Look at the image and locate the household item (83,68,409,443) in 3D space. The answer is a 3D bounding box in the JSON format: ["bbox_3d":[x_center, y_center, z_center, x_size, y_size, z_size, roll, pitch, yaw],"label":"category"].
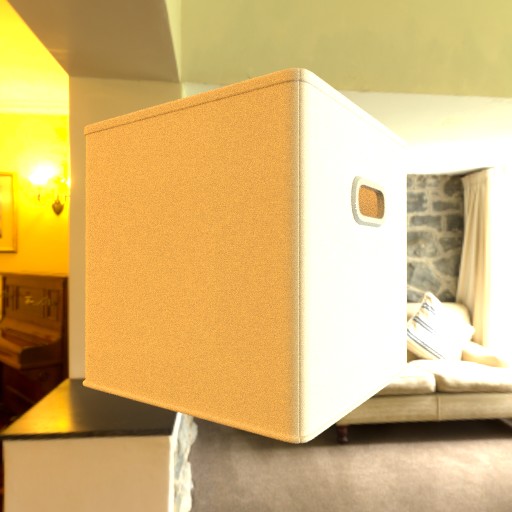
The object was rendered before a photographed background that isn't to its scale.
[{"bbox_3d":[0.000,0.000,0.563,0.305,0.305,0.305,0,0,35],"label":"household item"}]
